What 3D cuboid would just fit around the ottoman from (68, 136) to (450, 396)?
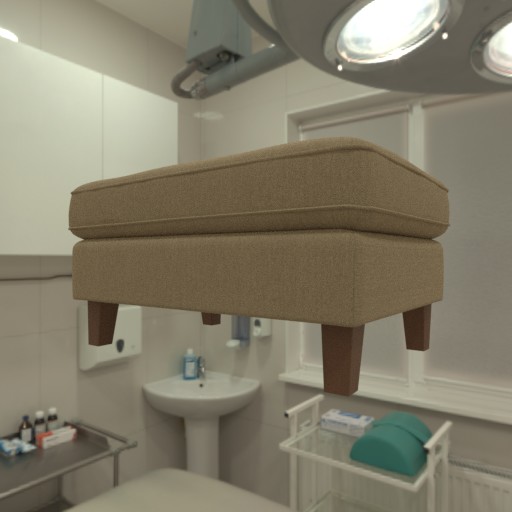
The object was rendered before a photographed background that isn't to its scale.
[{"bbox_3d":[0.000,0.000,1.275,0.945,0.521,0.636,0,0,36],"label":"ottoman"}]
